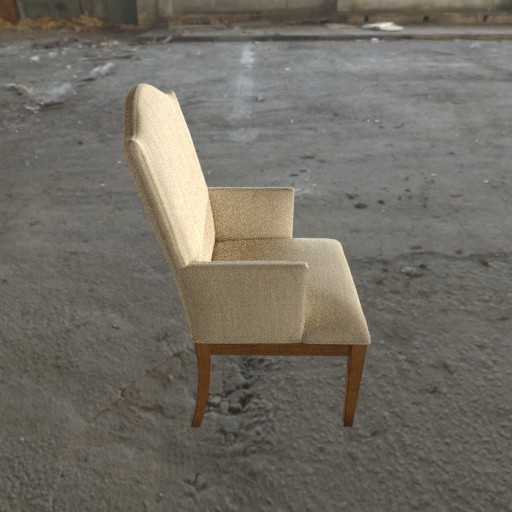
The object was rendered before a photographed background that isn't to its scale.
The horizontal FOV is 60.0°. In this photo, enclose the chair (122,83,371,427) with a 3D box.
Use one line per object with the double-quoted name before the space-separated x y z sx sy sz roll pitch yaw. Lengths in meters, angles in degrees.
"chair" 0.000 0.000 1.383 0.641 1.016 0.533 0 32 0
